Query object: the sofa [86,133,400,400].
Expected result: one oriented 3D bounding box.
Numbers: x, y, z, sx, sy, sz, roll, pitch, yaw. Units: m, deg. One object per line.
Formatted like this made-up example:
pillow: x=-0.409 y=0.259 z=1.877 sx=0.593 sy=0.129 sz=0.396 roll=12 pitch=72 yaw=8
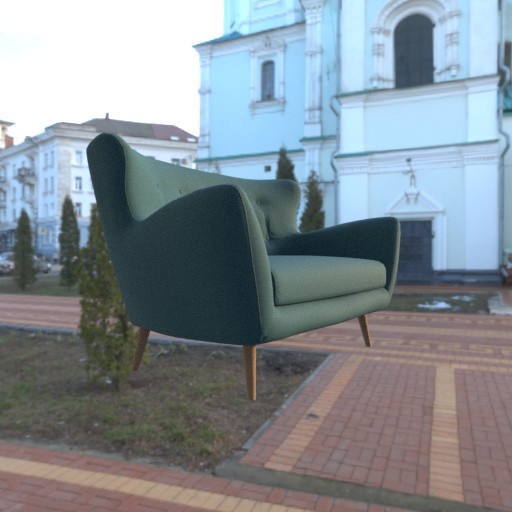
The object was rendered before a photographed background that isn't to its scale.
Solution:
sofa: x=0.000 y=0.000 z=1.970 sx=0.889 sy=0.889 sz=1.397 roll=0 pitch=0 yaw=36
